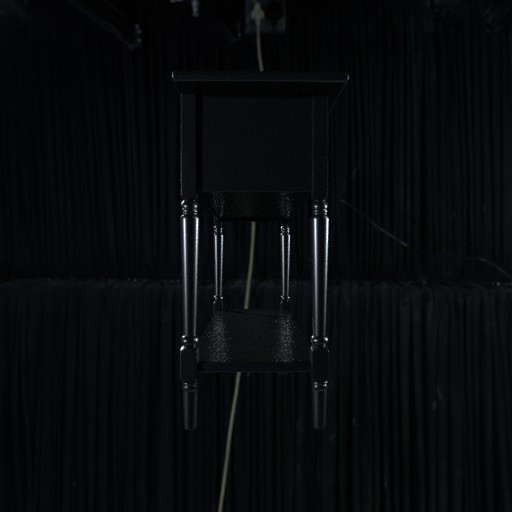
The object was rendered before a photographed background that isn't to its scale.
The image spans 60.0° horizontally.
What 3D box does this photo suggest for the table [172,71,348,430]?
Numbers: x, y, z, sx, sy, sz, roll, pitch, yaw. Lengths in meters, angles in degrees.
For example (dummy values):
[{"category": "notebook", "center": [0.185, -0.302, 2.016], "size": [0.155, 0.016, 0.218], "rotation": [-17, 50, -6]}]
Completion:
[{"category": "table", "center": [0.000, 0.000, 1.563], "size": [0.386, 0.819, 1.191], "rotation": [0, 0, -1]}]
